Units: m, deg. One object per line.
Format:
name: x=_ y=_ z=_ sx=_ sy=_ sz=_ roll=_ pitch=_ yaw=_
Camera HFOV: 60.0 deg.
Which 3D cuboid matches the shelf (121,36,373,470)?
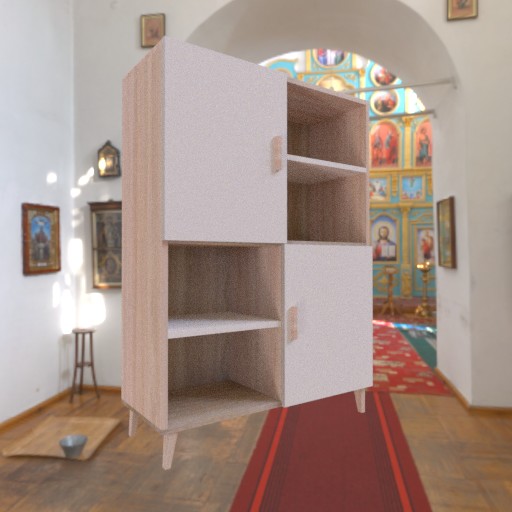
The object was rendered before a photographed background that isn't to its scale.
shelf: x=0.000 y=0.000 z=1.863 sx=0.995 sy=1.405 sz=0.434 roll=0 pitch=-1 yaw=-35
